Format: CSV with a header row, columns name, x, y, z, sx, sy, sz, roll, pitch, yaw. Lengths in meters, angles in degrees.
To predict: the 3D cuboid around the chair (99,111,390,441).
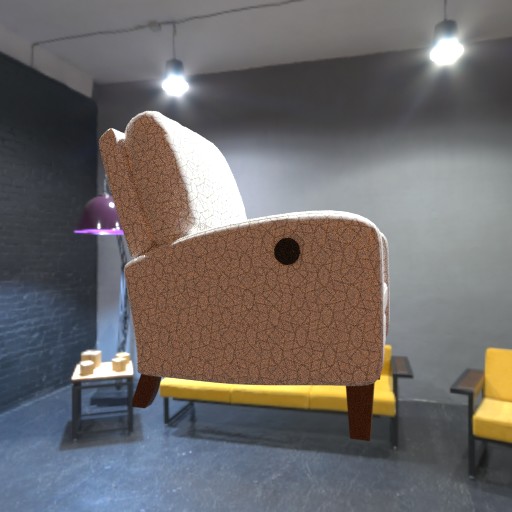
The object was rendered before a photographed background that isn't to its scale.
name,x,y,z,sx,sy,sz,roll,pitch,yaw
chair,0.000,0.000,1.751,0.995,1.064,0.796,0,0,18
